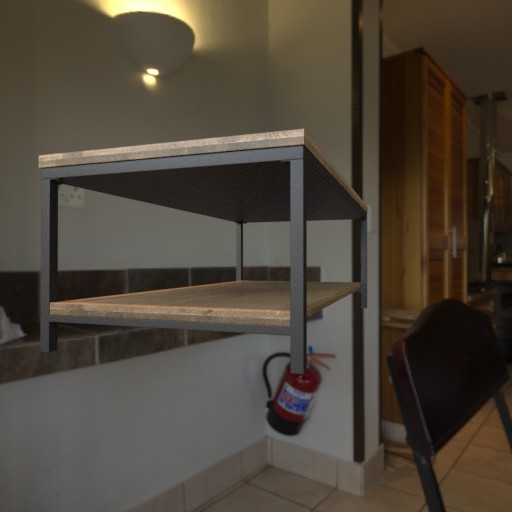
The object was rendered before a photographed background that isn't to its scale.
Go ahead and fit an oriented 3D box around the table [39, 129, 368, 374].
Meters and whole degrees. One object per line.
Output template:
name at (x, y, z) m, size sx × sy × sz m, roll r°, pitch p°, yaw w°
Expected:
table at (0.000, 0.000, 1.327) m, size 0.551 × 0.399 × 1.100 m, roll 0°, pitch -1°, yaw 19°
